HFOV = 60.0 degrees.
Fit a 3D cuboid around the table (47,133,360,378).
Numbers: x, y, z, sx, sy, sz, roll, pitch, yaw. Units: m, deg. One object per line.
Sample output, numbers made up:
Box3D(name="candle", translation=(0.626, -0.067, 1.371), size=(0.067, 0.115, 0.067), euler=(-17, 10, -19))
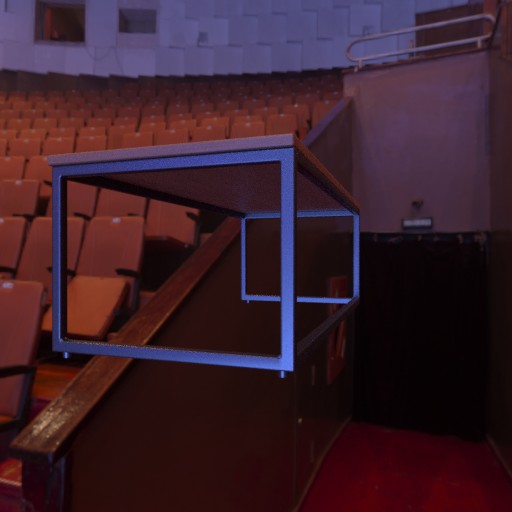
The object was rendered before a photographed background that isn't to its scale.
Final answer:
Box3D(name="table", translation=(0.000, 0.000, 1.317), size=(0.500, 0.400, 1.100), euler=(0, 0, 19))
